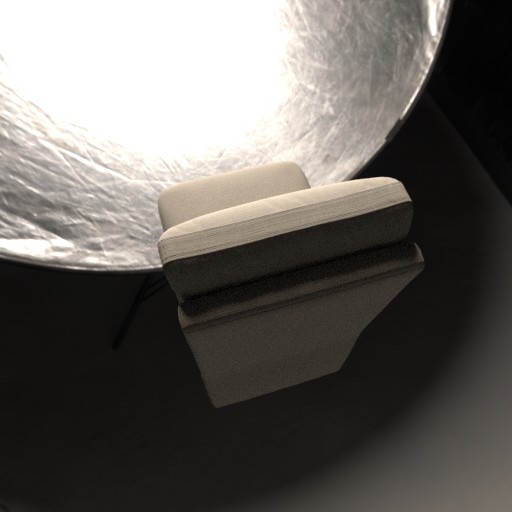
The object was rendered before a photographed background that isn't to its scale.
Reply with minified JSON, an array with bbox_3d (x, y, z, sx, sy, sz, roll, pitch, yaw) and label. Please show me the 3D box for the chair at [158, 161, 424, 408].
[{"bbox_3d":[0.000,0.000,1.309,0.503,0.927,0.698,-14,59,-9],"label":"chair"}]
